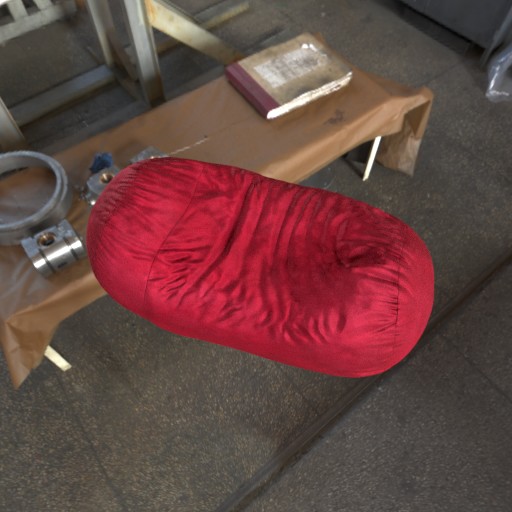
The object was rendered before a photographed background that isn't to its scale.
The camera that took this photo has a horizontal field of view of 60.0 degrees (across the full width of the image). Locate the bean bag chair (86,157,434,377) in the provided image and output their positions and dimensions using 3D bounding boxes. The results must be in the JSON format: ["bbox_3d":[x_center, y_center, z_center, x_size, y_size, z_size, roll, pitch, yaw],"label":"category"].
[{"bbox_3d":[0.000,0.000,2.946,2.293,0.867,1.216,16,60,9],"label":"bean bag chair"}]
